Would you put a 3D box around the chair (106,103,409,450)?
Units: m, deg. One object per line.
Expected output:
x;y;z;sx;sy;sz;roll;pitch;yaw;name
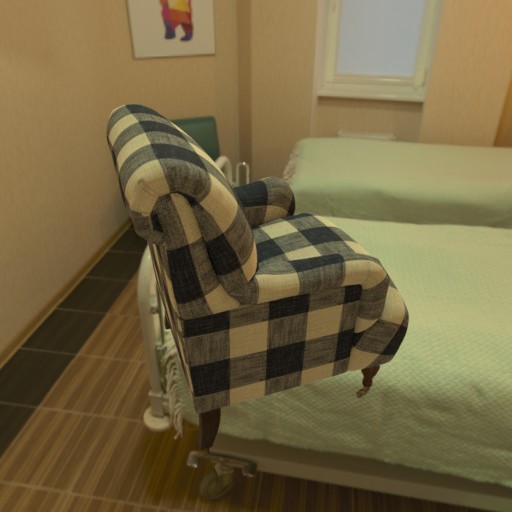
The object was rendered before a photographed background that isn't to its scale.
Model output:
0.000;0.000;1.555;0.848;0.953;0.781;-10;32;-17;chair
